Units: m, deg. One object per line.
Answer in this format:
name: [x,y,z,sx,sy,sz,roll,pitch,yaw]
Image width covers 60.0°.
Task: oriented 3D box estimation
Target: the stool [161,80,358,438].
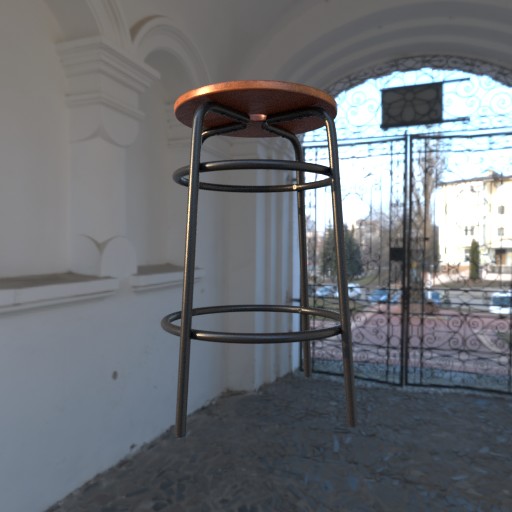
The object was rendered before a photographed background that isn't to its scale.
stool: [0.000,0.000,0.930,0.455,0.610,0.455,1,1,37]
